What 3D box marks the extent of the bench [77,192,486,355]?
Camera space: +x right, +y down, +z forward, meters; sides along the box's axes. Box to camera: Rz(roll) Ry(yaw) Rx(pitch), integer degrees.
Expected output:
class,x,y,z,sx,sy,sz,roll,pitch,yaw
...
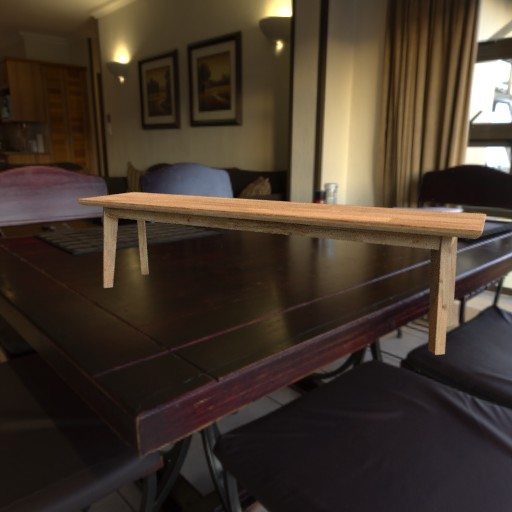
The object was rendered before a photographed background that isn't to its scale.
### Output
class,x,y,z,sx,sy,sz,roll,pitch,yaw
bench,0.000,0.000,1.892,1.698,0.431,0.378,7,16,27
